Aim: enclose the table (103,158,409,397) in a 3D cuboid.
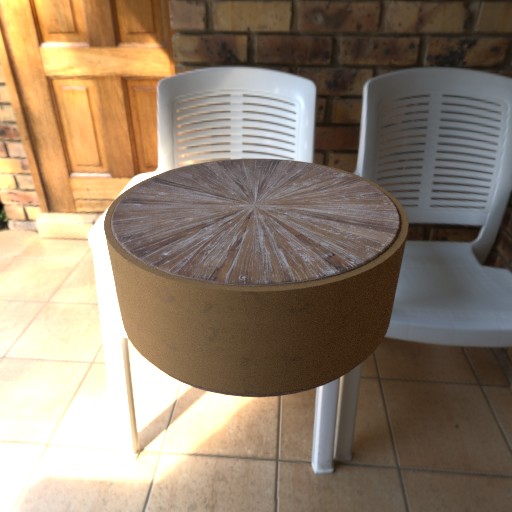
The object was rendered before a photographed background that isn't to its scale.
[{"bbox_3d":[0.000,0.000,1.617,1.001,0.409,1.001,0,31,0],"label":"table"}]
